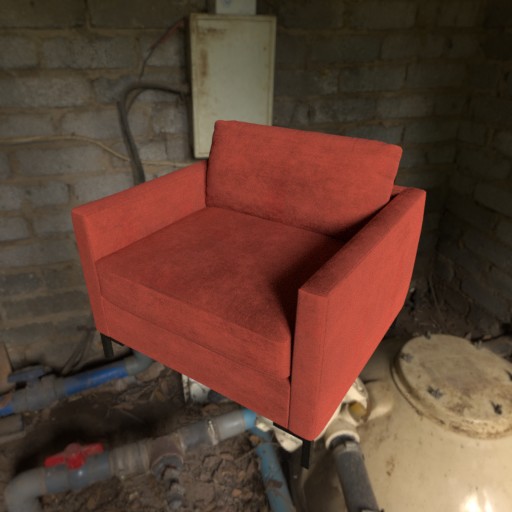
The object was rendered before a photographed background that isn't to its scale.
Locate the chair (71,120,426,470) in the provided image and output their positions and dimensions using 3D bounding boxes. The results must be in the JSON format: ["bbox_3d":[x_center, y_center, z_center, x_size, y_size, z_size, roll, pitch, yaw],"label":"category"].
[{"bbox_3d":[0.000,0.000,1.630,0.964,0.812,0.875,17,33,29],"label":"chair"}]
